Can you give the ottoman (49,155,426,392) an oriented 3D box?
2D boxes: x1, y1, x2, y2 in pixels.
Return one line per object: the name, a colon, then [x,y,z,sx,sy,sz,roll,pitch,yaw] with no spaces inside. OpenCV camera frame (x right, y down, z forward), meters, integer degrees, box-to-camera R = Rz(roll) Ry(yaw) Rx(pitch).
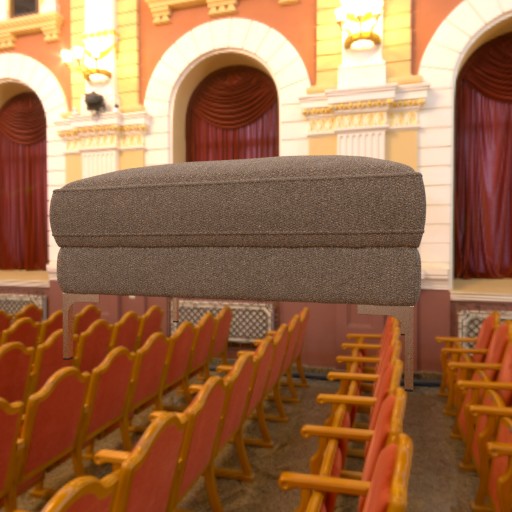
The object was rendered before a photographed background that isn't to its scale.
ottoman: [0.000,0.000,1.143,0.785,0.464,0.583,0,1,17]
